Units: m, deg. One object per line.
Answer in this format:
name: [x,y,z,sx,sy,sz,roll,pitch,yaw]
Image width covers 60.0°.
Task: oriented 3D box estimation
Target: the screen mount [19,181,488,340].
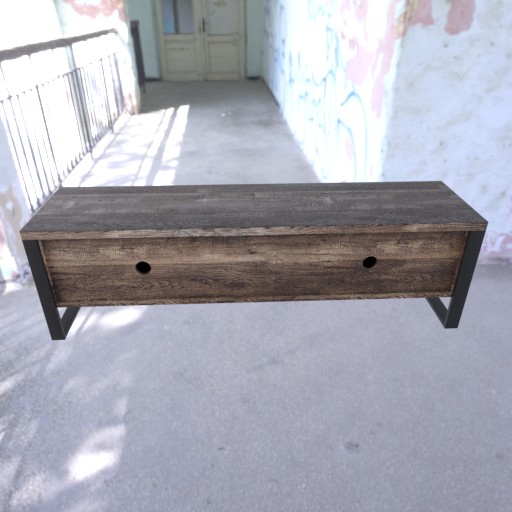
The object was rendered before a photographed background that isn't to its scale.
screen mount: [0.000,0.000,1.722,1.524,0.450,0.395,-1,30,-2]
